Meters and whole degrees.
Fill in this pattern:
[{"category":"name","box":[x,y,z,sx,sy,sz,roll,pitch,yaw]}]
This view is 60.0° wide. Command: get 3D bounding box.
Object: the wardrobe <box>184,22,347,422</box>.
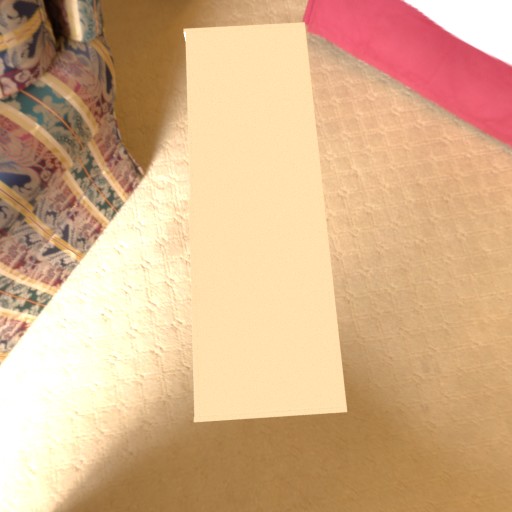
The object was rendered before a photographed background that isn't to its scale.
[{"category":"wardrobe","box":[0.000,0.000,2.937,0.600,2.020,1.830,-4,75,-1]}]
